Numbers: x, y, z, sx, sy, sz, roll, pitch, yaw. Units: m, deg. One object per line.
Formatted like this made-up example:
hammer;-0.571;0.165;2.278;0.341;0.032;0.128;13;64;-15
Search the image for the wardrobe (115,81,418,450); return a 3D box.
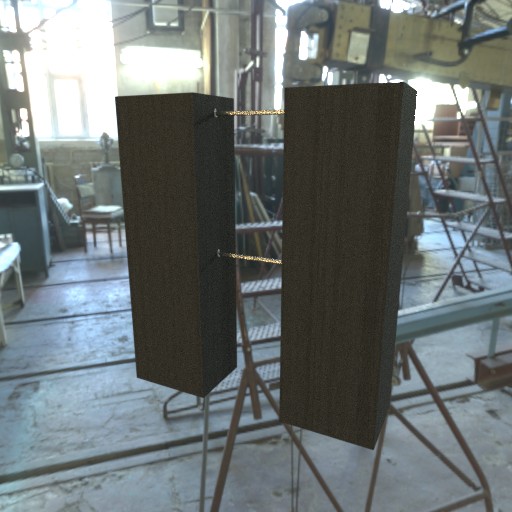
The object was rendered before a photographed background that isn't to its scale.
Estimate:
wardrobe;0.000;0.000;2.897;1.770;2.000;0.480;8;17;26
